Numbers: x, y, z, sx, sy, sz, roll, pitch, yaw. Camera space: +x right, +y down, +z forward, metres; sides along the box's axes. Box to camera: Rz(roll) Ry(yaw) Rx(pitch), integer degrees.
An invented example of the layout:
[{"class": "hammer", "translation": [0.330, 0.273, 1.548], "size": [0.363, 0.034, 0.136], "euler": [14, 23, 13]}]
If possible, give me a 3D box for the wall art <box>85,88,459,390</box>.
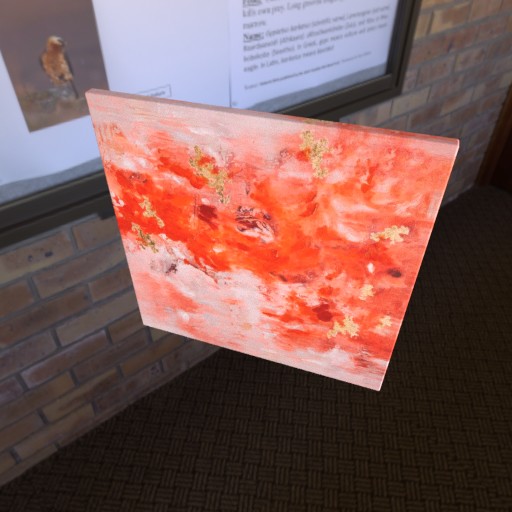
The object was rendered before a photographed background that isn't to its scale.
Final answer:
[{"class": "wall art", "translation": [0.000, 0.000, 1.299], "size": [0.878, 0.878, 0.066], "euler": [13, 42, 14]}]
